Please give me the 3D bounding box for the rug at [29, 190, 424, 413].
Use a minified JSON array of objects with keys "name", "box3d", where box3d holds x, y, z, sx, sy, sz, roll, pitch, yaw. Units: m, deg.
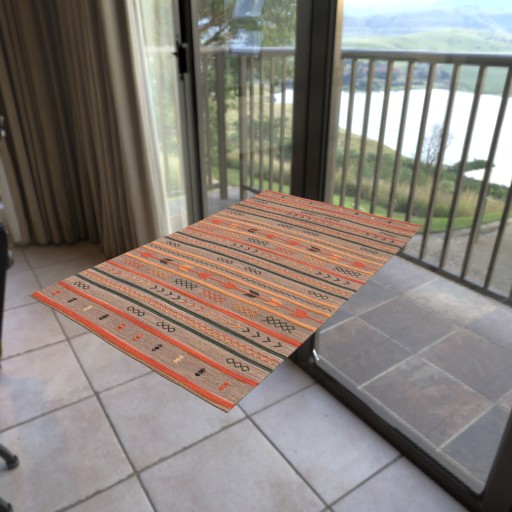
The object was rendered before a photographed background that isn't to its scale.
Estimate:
[{"name":"rug","box3d":[0.000,0.000,3.078,1.537,0.029,2.439,18,32,32]}]
